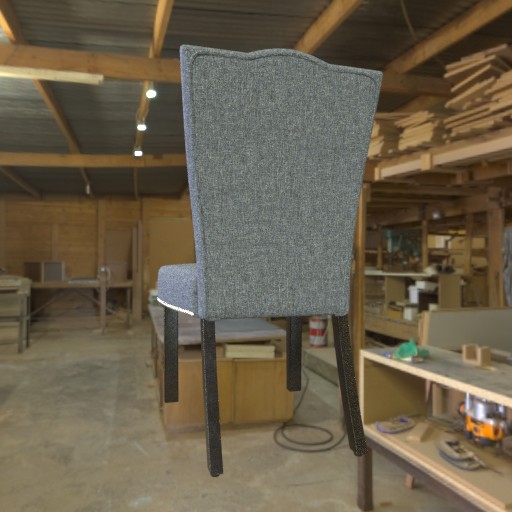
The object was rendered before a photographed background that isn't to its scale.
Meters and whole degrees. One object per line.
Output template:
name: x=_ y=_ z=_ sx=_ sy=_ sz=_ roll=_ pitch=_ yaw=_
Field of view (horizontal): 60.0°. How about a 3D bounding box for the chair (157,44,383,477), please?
chair: x=0.000 y=0.000 z=1.267 sx=0.518 sy=0.946 sz=0.589 roll=0 pitch=0 yaw=-16
